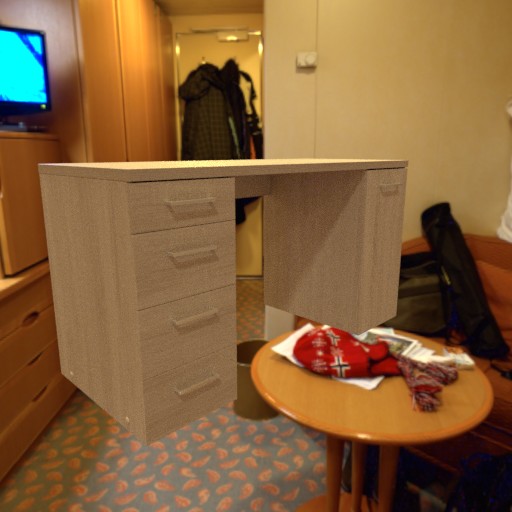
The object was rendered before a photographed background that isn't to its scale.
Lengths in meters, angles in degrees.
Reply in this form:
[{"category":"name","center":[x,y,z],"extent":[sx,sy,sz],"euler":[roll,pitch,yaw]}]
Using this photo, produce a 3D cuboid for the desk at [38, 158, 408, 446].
[{"category":"desk","center":[0.000,0.000,1.780],"extent":[1.390,0.740,0.600],"euler":[-13,19,-43]}]
